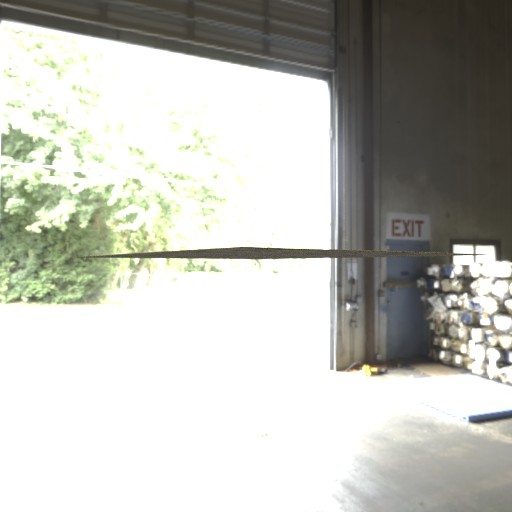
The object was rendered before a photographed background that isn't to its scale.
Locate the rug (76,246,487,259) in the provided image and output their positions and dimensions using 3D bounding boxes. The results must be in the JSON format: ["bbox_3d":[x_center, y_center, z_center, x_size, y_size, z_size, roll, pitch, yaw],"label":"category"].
[{"bbox_3d":[0.000,0.000,3.980,2.380,0.008,2.977,1,-2,-37],"label":"rug"}]
